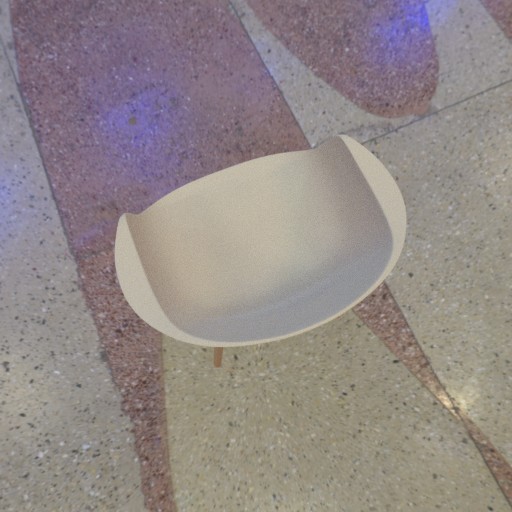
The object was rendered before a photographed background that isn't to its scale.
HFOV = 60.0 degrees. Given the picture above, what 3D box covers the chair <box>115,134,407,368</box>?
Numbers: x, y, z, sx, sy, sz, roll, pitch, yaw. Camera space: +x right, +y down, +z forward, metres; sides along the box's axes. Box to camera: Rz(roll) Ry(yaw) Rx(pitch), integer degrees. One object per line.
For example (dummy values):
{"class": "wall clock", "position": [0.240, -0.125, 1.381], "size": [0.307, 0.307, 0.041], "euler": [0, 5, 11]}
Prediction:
{"class": "chair", "position": [0.000, 0.000, 1.175], "size": [0.593, 0.781, 0.504], "euler": [-21, 76, -6]}
